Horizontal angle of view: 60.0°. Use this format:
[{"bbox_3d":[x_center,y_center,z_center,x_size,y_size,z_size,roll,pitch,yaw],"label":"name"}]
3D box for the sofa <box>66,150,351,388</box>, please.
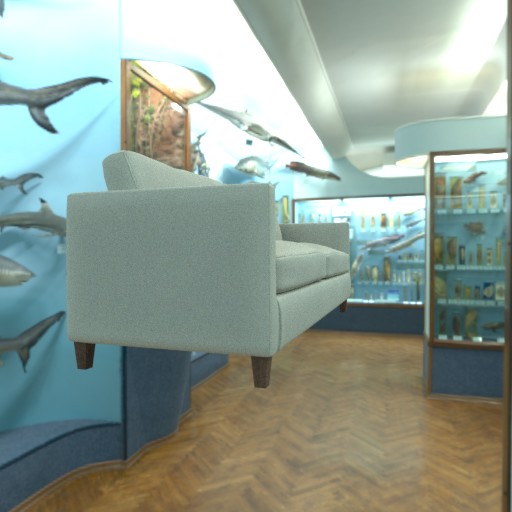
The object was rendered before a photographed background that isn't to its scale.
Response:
[{"bbox_3d":[0.000,0.000,2.847,0.951,0.968,2.361,0,0,19],"label":"sofa"}]
